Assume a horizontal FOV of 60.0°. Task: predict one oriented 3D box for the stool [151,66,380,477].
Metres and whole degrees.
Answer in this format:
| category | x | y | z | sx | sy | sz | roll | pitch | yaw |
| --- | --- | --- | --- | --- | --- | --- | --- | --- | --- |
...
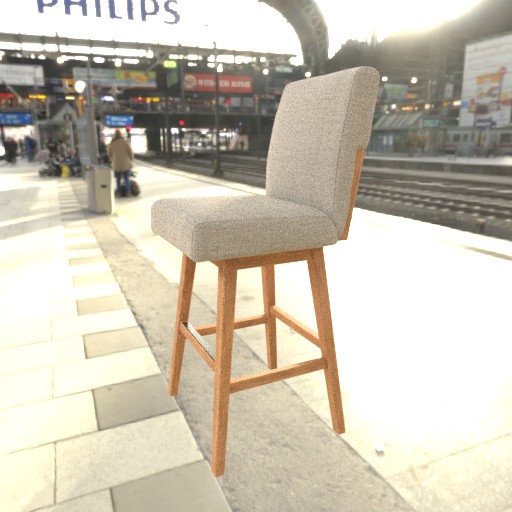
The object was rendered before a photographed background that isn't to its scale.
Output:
| category | x | y | z | sx | sy | sz | roll | pitch | yaw |
| --- | --- | --- | --- | --- | --- | --- | --- | --- | --- |
| stool | 0.000 | 0.000 | 1.406 | 0.569 | 1.106 | 0.483 | -7 | 16 | -25 |
